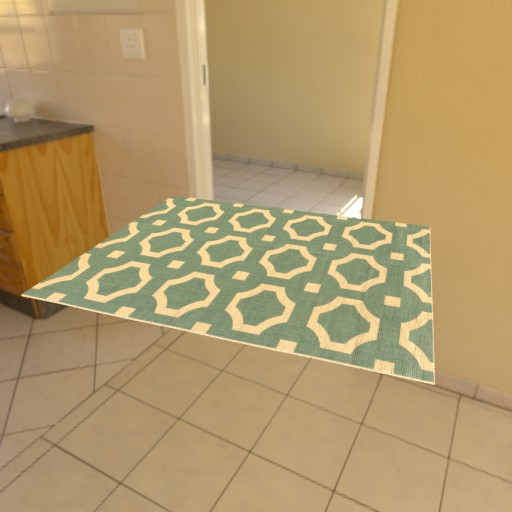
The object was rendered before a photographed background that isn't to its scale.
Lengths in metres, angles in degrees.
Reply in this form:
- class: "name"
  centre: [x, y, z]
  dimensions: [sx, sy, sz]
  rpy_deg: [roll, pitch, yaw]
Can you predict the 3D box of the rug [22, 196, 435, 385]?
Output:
- class: "rug"
  centre: [0.000, 0.000, 4.073]
  dimensions: [3.049, 0.021, 2.466]
  rpy_deg: [9, 28, 17]
